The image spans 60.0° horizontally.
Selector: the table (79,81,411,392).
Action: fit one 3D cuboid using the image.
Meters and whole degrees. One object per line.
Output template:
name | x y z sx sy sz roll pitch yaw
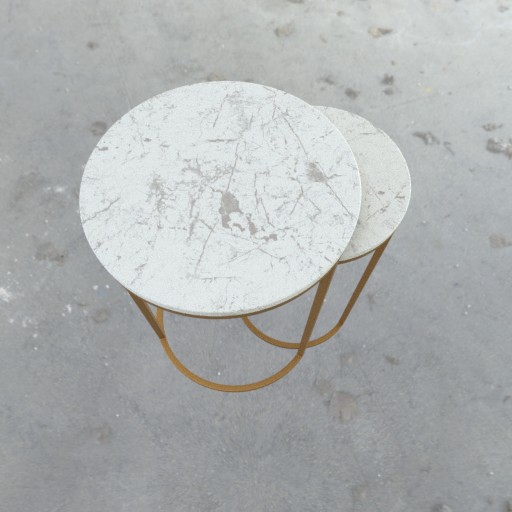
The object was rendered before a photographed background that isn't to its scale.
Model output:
table | 0.000 0.000 0.888 0.507 0.550 0.400 -18 64 -9
